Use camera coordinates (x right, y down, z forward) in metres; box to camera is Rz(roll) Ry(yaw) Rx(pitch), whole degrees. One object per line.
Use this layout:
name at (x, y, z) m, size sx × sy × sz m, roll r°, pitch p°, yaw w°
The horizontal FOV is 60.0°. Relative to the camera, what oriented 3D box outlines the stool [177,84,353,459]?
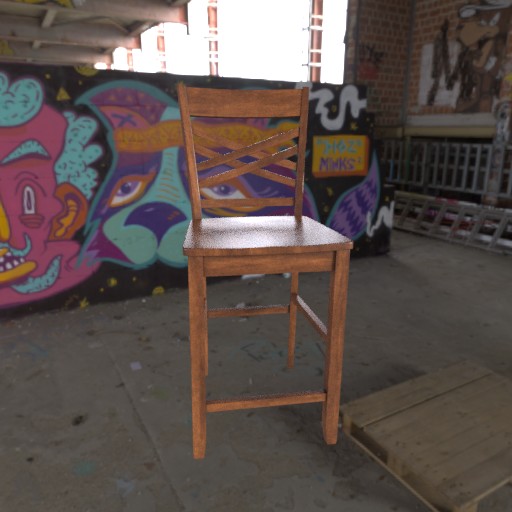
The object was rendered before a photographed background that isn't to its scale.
stool at (0.000, 0.000, 1.435) m, size 0.462 × 1.079 × 0.539 m, roll -2°, pitch 16°, yaw -9°
